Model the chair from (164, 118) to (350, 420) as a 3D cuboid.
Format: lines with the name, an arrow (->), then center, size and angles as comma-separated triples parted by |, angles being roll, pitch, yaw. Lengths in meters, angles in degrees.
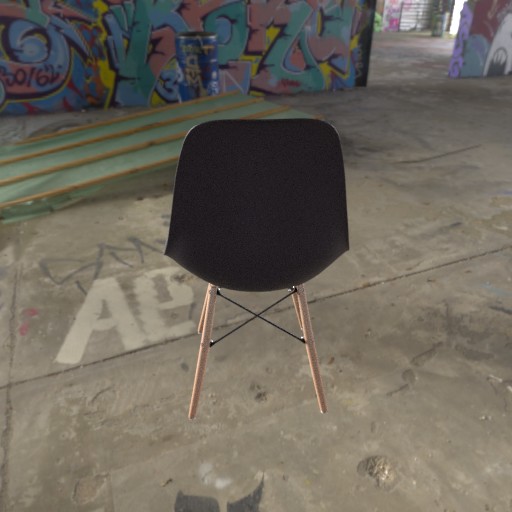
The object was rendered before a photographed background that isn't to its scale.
chair -> 0.000, 0.000, 1.159 | 0.470, 0.825, 0.533 | -2, 30, -3
